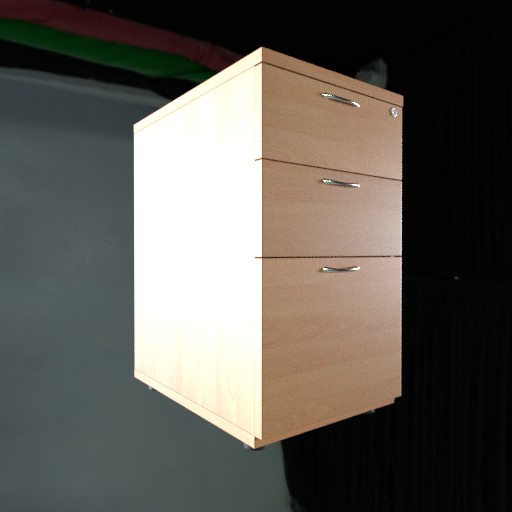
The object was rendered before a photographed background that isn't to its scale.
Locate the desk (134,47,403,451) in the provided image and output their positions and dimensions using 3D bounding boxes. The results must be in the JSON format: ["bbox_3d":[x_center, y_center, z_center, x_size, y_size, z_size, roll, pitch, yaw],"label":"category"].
[{"bbox_3d":[0.000,0.000,1.120,0.404,0.730,0.600,0,1,-37],"label":"desk"}]
